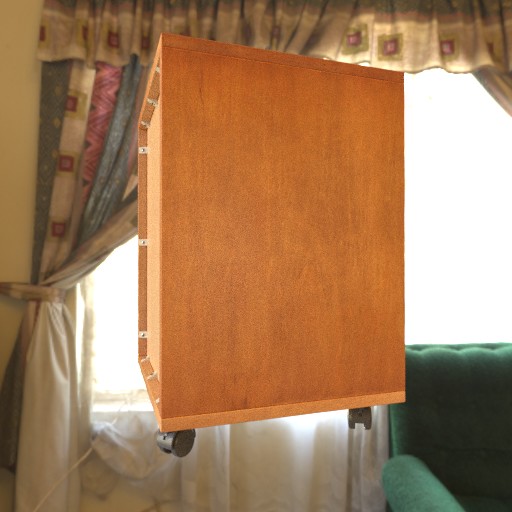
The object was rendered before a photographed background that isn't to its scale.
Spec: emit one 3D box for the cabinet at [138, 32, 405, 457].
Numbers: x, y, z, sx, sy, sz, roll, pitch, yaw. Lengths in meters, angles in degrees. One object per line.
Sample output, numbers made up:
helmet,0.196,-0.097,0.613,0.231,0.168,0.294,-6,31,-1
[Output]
cabinet,0.000,0.000,0.833,0.401,0.579,0.409,0,0,-19
